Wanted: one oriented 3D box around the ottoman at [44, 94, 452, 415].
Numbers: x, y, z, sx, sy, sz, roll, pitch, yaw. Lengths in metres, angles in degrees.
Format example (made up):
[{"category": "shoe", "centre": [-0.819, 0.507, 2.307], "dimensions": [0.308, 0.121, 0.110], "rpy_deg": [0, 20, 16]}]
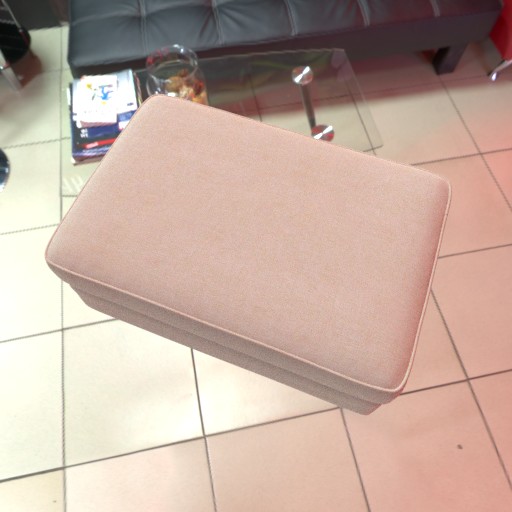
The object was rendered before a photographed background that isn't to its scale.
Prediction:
[{"category": "ottoman", "centre": [0.000, 0.000, 1.233], "dimensions": [0.862, 0.484, 0.583], "rpy_deg": [19, 65, 9]}]
